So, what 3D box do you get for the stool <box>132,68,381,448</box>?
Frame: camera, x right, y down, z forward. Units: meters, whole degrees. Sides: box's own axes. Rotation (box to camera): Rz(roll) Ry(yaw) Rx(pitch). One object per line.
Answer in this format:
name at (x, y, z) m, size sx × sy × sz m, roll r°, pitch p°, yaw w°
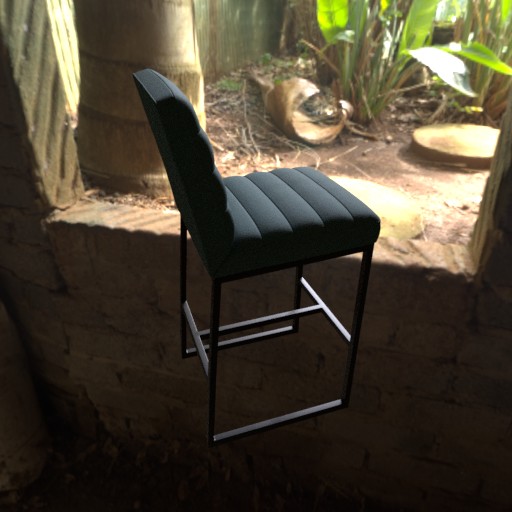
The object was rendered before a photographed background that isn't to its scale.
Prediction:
stool at (0.000, 0.000, 1.350) m, size 0.560 × 1.040 × 0.460 m, roll -10°, pitch 31°, yaw -17°
